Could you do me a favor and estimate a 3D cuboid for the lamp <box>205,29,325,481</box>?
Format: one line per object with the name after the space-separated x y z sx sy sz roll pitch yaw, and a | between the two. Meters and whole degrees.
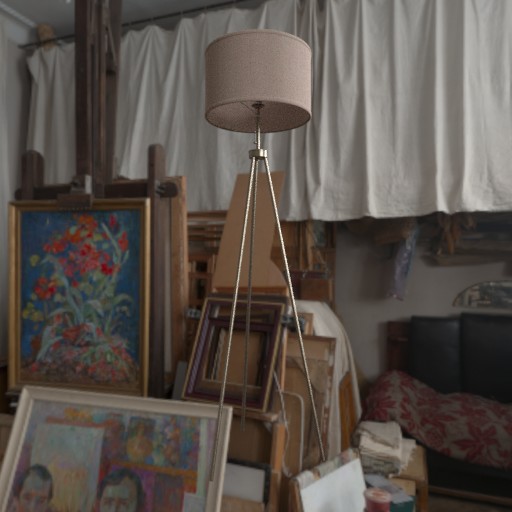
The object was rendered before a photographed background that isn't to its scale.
0.000 0.000 1.734 0.449 1.545 0.460 0 0 -20 | lamp
